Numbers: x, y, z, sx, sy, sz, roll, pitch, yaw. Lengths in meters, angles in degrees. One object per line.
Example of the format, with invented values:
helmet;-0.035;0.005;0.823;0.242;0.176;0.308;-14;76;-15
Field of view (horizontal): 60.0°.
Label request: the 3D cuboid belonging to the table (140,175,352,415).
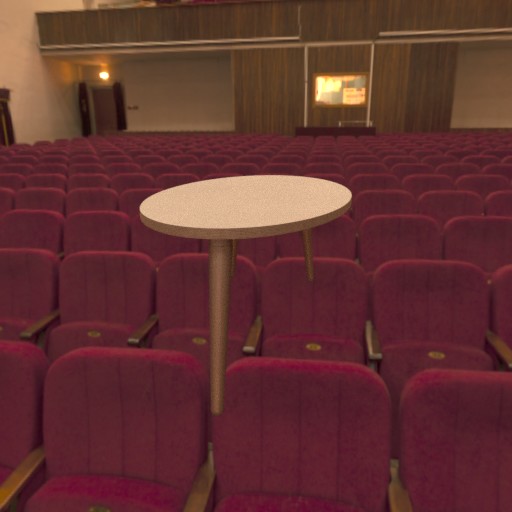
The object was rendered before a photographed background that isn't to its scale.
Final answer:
table;0.000;0.000;1.336;0.542;0.390;1.083;2;15;8
